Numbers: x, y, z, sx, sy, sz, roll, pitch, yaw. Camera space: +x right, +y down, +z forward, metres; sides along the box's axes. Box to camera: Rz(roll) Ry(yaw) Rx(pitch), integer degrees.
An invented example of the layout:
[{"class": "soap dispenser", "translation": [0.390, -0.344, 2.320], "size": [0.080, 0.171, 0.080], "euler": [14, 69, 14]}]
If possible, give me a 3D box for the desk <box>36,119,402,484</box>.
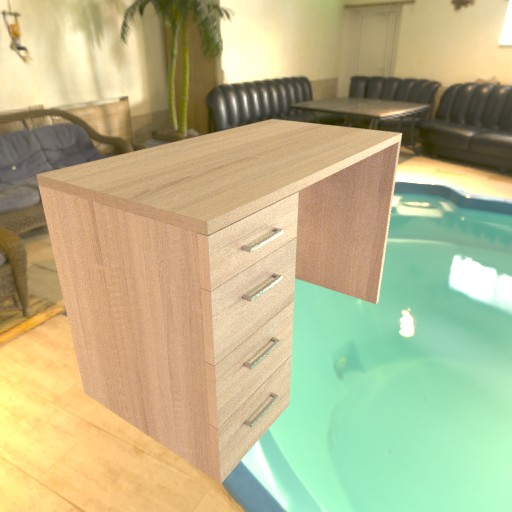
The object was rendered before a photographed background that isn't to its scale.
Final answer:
[{"class": "desk", "translation": [0.000, 0.000, 1.541], "size": [0.600, 0.731, 1.100], "euler": [17, 31, 31]}]
